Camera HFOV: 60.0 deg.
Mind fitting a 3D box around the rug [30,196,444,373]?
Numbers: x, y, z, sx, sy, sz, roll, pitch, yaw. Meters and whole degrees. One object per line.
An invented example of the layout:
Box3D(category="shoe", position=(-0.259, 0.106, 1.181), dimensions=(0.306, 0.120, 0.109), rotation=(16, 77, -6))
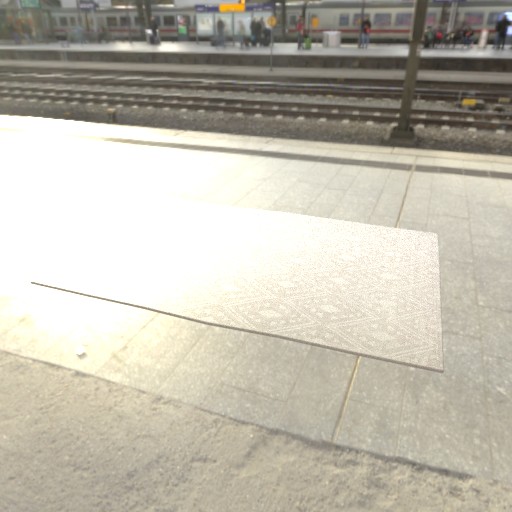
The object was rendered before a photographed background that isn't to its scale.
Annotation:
Box3D(category="rug", position=(0.000, 0.000, 2.342), dimensions=(1.829, 0.034, 1.252), rotation=(9, 29, 17))
